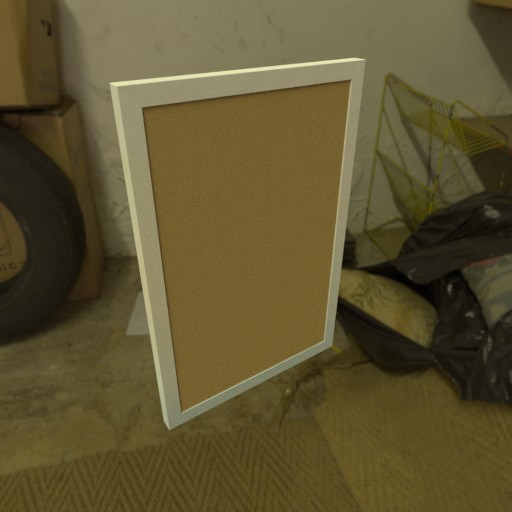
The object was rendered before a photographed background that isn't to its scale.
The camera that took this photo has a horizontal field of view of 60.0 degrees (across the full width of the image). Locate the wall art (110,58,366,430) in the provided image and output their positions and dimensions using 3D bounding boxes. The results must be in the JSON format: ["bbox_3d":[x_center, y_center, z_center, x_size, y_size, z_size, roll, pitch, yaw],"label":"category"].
[{"bbox_3d":[0.000,0.000,1.168,0.612,0.915,0.039,-19,36,-29],"label":"wall art"}]
